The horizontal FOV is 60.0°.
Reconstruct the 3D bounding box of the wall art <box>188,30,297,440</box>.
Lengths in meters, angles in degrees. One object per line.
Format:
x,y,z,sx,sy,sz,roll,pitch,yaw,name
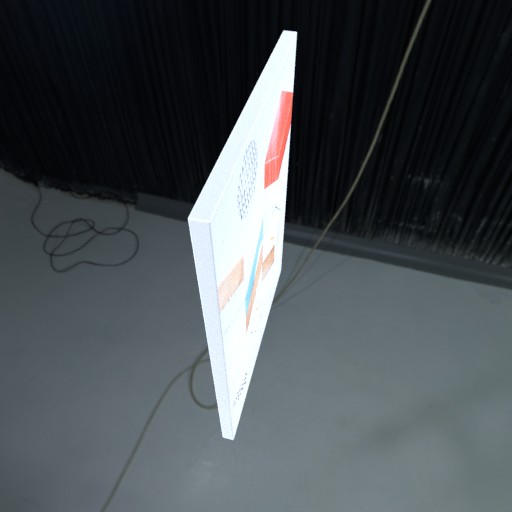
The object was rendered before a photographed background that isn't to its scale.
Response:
0.000,0.000,1.615,0.046,1.221,0.914,11,50,9,wall art
